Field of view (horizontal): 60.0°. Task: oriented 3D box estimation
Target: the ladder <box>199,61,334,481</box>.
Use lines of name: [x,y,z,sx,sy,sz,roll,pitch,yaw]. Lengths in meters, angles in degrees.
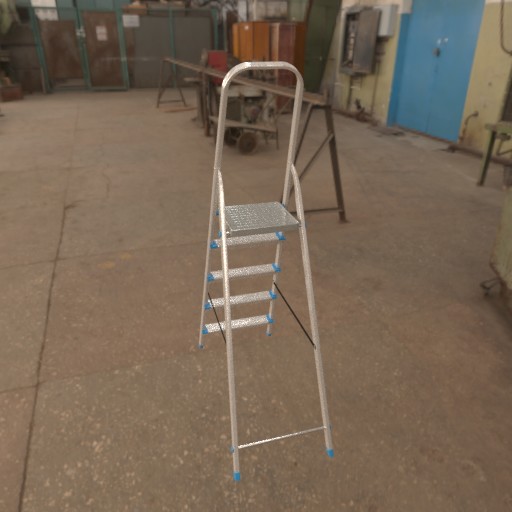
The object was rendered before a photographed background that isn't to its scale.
ladder: [0.000,0.000,2.037,0.468,1.648,0.990,-7,27,-14]
